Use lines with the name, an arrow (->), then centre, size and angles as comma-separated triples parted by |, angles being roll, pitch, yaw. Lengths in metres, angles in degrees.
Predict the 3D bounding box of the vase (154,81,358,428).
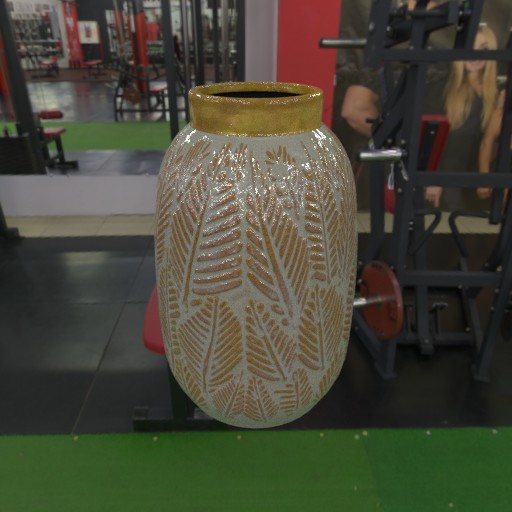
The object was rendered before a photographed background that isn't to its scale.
vase -> 0.000, 0.000, 0.380 | 0.172, 0.270, 0.172 | 0, 28, 0
